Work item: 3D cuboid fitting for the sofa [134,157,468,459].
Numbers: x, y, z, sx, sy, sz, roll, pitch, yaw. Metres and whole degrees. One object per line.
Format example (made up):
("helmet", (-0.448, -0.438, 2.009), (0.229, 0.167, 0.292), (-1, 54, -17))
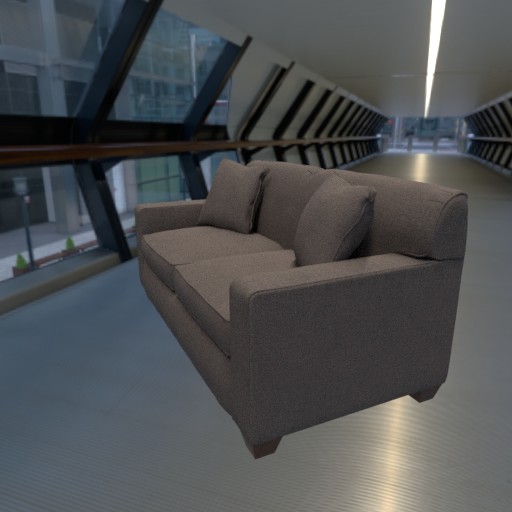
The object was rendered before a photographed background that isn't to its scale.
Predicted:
("sofa", (0.000, 0.000, 2.396), (1.000, 0.958, 1.846), (-8, 18, -25))
